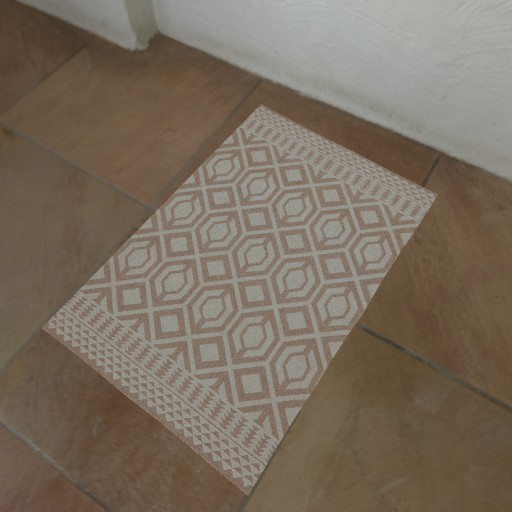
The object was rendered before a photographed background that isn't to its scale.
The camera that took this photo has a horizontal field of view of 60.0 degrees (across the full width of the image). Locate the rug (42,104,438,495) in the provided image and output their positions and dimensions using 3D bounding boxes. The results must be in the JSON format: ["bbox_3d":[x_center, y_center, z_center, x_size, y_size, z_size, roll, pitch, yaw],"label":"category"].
[{"bbox_3d":[0.000,0.000,2.311,1.219,0.008,1.829,32,66,16],"label":"rug"}]
